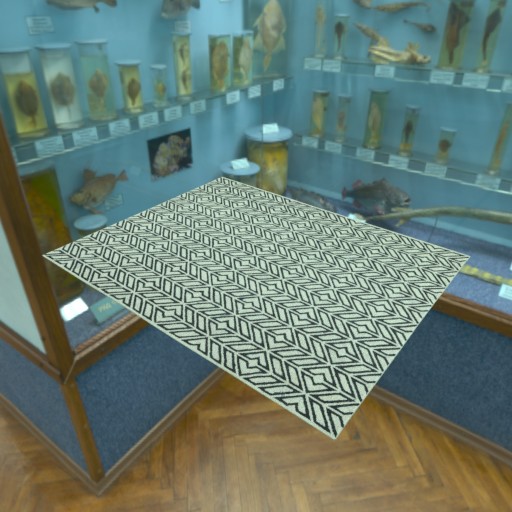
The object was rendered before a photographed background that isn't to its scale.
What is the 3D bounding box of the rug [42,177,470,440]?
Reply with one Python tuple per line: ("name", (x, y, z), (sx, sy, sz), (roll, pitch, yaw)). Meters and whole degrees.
("rug", (0.000, 0.000, 4.024), (3.045, 0.008, 2.421), (23, 39, 32))
